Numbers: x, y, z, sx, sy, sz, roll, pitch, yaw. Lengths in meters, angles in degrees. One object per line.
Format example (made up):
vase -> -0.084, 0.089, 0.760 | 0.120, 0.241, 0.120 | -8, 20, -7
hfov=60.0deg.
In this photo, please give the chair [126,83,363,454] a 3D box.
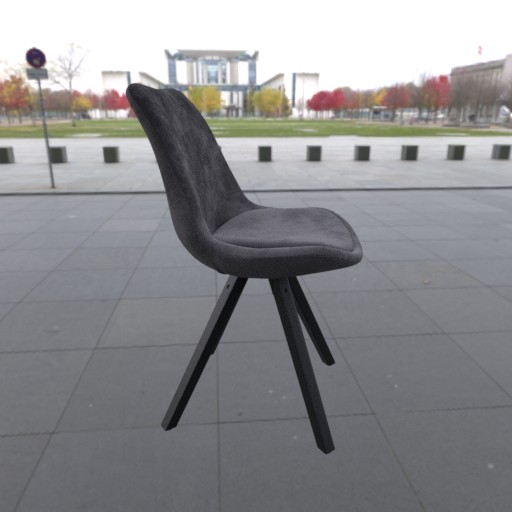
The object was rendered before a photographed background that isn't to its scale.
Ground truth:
chair -> 0.000, 0.000, 1.180 | 0.550, 0.850, 0.485 | 3, 18, 9
